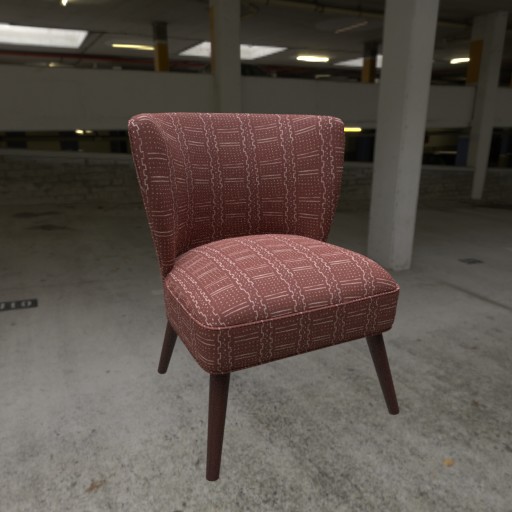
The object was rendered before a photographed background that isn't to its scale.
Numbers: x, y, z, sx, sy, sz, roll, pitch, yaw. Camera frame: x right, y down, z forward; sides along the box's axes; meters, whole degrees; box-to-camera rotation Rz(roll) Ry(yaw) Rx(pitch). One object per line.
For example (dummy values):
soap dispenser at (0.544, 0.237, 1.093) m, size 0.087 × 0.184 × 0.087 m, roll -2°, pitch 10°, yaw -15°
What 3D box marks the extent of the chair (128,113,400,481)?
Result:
chair at (0.000, 0.000, 1.395) m, size 0.706 × 0.866 × 0.758 m, roll -8°, pitch 19°, yaw -25°
